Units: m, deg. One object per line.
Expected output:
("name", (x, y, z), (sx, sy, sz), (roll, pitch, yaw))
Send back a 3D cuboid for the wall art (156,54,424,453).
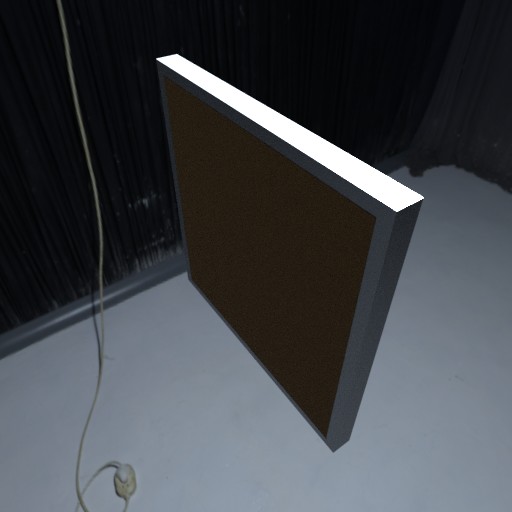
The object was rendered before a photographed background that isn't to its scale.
("wall art", (0.000, 0.000, 0.741), (0.038, 0.506, 0.506), (-25, 48, -25))
